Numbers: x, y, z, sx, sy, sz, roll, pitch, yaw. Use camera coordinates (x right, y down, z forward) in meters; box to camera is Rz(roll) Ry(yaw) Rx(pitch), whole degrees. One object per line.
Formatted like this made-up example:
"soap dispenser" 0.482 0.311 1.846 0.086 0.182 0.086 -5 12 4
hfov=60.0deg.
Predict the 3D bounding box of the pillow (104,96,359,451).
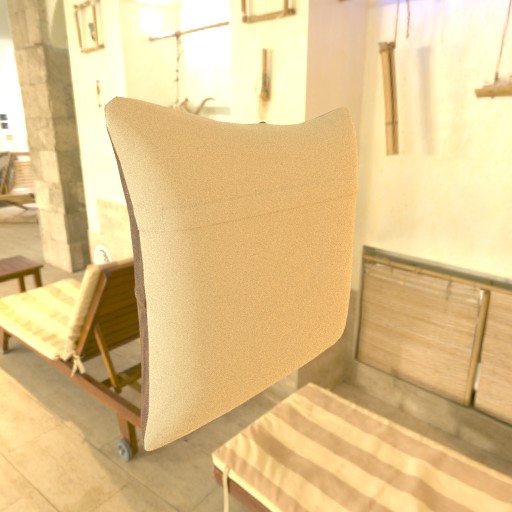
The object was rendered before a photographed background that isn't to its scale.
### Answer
"pillow" 0.000 0.000 0.712 0.192 0.470 0.484 16 24 41
